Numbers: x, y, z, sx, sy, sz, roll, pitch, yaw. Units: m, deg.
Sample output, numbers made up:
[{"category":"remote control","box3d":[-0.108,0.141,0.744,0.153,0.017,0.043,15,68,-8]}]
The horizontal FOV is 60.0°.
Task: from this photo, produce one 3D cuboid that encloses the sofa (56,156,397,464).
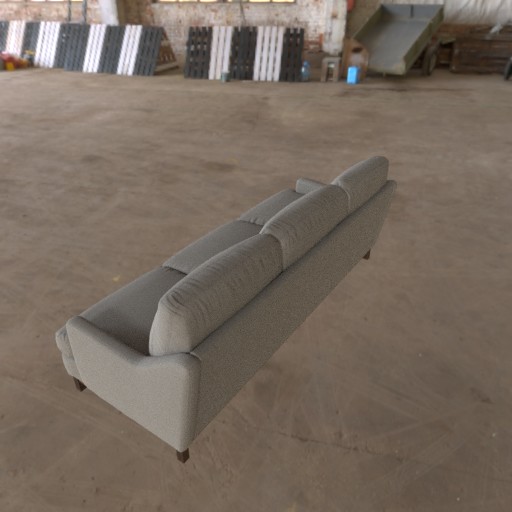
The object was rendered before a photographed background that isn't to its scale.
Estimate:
[{"category":"sofa","box3d":[0.000,0.000,2.851,0.987,0.926,2.344,20,36,29]}]
